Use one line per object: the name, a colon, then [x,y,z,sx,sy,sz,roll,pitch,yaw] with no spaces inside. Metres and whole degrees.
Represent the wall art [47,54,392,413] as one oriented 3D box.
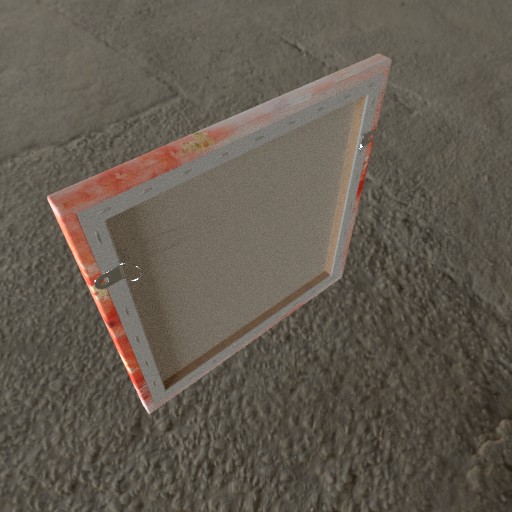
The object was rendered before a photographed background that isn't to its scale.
wall art: [0.000,0.000,1.071,0.747,0.746,0.064,-31,56,-25]
